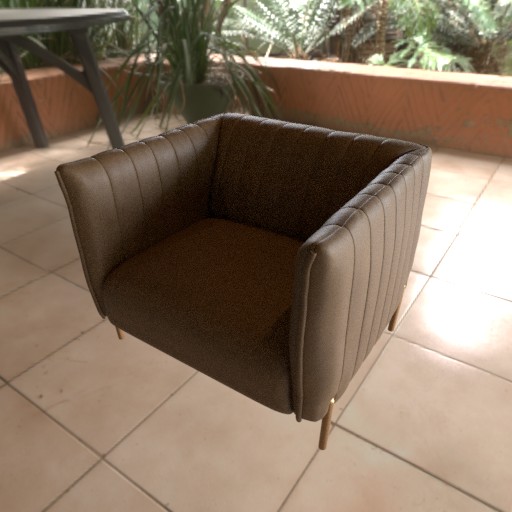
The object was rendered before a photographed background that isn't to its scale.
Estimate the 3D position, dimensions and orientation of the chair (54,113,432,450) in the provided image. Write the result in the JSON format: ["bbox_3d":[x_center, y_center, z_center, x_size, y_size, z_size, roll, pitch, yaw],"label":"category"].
[{"bbox_3d":[0.000,0.000,1.619,0.981,0.779,0.876,19,36,28],"label":"chair"}]
